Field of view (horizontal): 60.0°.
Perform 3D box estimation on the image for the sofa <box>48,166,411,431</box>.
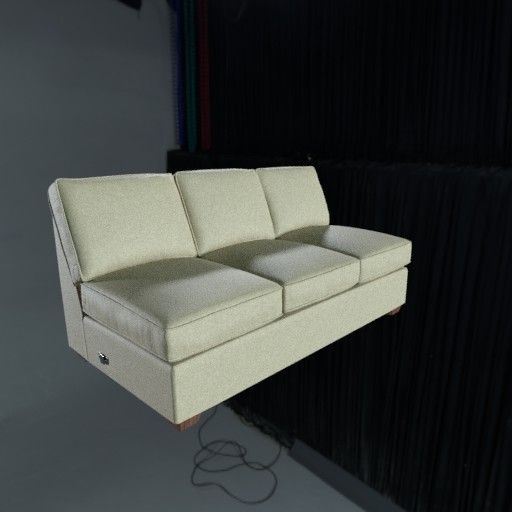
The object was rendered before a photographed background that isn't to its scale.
[{"bbox_3d":[0.000,0.000,2.592,1.027,0.973,1.962,14,21,43],"label":"sofa"}]
